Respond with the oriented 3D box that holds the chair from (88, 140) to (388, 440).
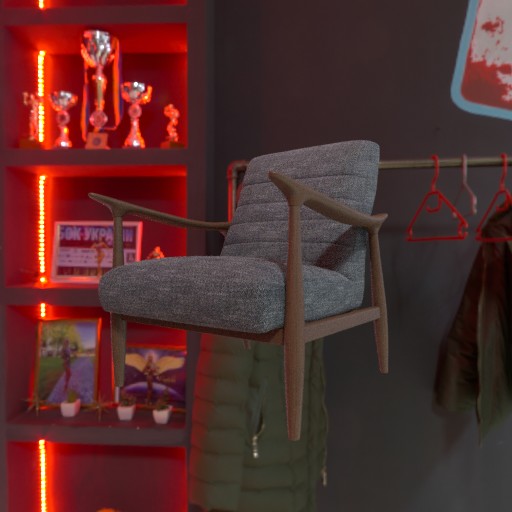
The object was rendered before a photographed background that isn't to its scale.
[{"bbox_3d":[0.000,0.000,1.459,0.741,0.832,0.798,1,2,36],"label":"chair"}]
